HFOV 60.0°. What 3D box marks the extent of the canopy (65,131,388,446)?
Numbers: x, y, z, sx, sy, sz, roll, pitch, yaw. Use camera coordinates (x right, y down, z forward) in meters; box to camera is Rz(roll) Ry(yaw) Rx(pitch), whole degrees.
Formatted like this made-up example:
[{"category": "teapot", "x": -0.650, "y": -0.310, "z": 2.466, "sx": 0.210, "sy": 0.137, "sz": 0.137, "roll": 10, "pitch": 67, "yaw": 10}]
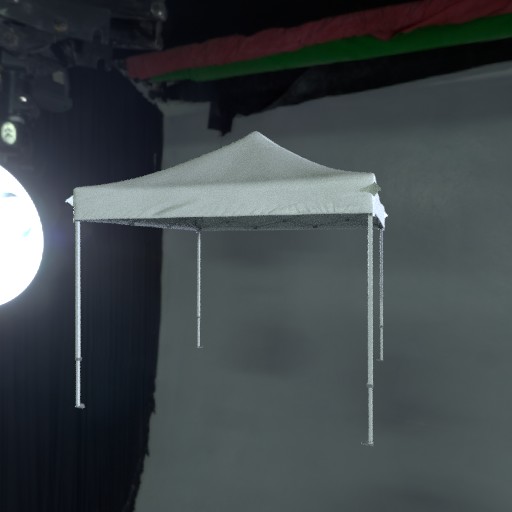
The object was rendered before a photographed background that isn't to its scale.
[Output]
[{"category": "canopy", "x": 0.000, "y": 0.000, "z": 5.354, "sx": 2.996, "sy": 2.998, "sz": 2.994, "roll": 0, "pitch": 1, "yaw": 18}]
